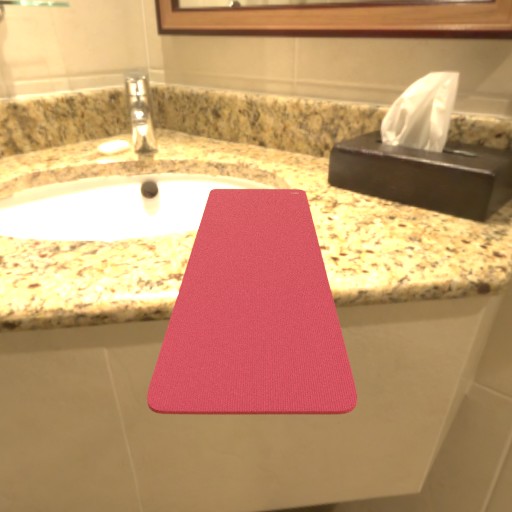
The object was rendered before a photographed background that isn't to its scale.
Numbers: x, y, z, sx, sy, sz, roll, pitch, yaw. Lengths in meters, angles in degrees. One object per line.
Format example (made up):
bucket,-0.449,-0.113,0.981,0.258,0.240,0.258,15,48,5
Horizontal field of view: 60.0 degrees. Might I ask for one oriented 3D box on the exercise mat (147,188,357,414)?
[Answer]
exercise mat,0.000,0.000,2.076,0.616,0.021,1.884,0,28,1
